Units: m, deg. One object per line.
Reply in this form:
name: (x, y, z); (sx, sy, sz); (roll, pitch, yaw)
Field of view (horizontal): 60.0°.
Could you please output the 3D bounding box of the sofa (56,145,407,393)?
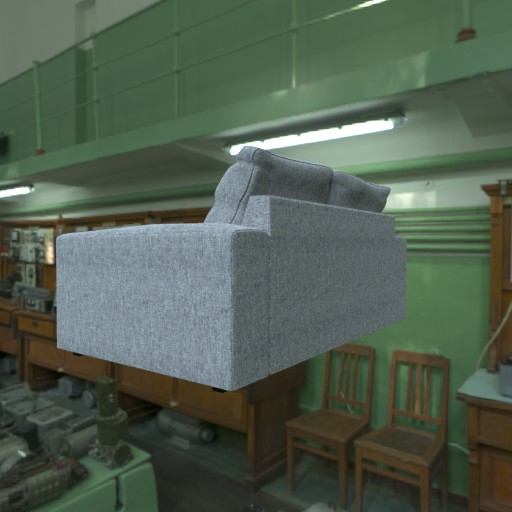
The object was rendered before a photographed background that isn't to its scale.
sofa: (0.000, 0.000, 2.423); (1.094, 0.877, 1.758); (1, 2, 36)
